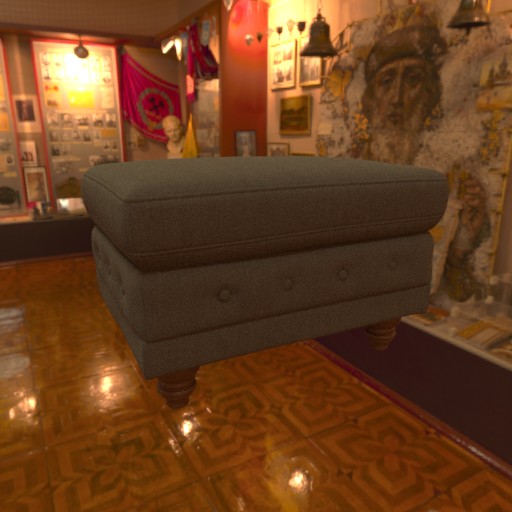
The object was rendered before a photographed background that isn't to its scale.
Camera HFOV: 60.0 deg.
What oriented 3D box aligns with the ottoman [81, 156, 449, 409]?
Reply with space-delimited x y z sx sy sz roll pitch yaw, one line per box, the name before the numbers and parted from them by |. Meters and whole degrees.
ottoman | 0.000 0.000 1.153 0.771 0.500 0.569 -8 17 -27
